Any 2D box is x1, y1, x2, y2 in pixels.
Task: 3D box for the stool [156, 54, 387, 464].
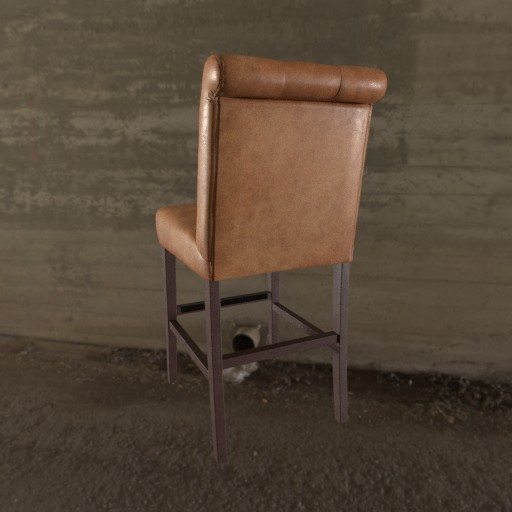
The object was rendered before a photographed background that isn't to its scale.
[{"bbox_3d":[0.000,0.000,1.374,0.493,1.047,0.601,-7,16,-25],"label":"stool"}]
